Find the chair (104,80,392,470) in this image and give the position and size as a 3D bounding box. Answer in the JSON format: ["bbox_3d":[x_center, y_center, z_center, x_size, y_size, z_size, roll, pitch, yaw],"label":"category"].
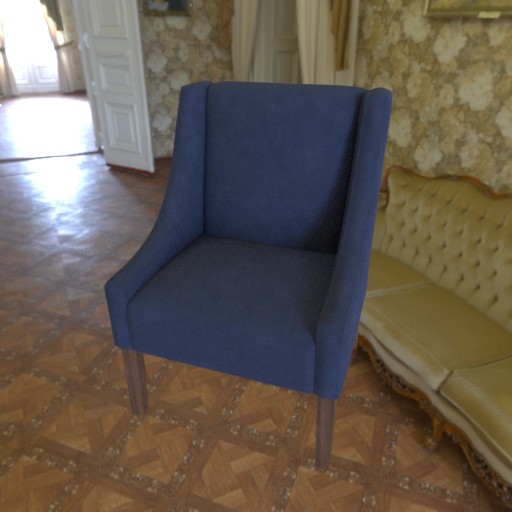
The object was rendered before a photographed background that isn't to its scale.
[{"bbox_3d":[0.000,0.000,1.293,0.629,0.895,0.629,9,29,17],"label":"chair"}]
